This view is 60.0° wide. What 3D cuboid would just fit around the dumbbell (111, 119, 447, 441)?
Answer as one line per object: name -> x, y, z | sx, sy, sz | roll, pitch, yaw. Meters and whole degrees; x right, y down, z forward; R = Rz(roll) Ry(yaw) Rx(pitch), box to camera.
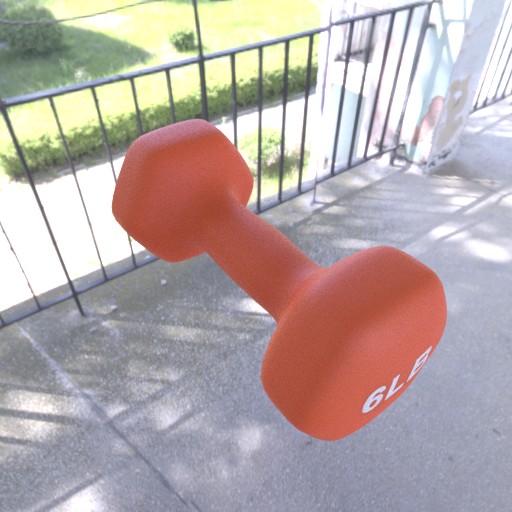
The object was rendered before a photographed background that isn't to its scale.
dumbbell -> 0.000, 0.000, 0.200 | 0.079, 0.071, 0.162 | -27, 49, -26
